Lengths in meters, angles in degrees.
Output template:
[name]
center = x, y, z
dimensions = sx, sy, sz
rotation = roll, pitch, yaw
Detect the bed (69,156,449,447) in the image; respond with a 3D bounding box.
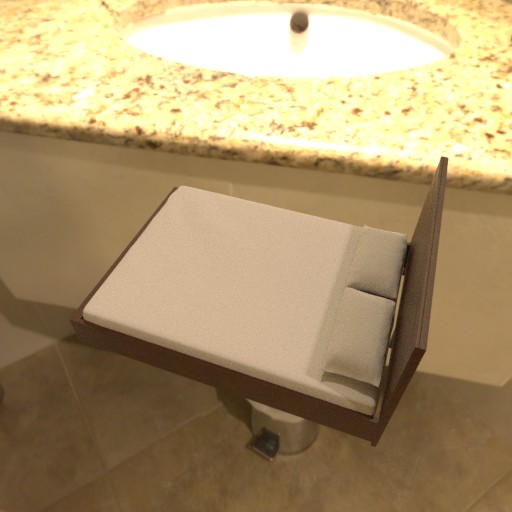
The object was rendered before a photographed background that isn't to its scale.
[bed]
center = 0.000, 0.000, 3.200
dimensions = 2.221, 1.169, 1.613
rotation = 15, 48, 14
